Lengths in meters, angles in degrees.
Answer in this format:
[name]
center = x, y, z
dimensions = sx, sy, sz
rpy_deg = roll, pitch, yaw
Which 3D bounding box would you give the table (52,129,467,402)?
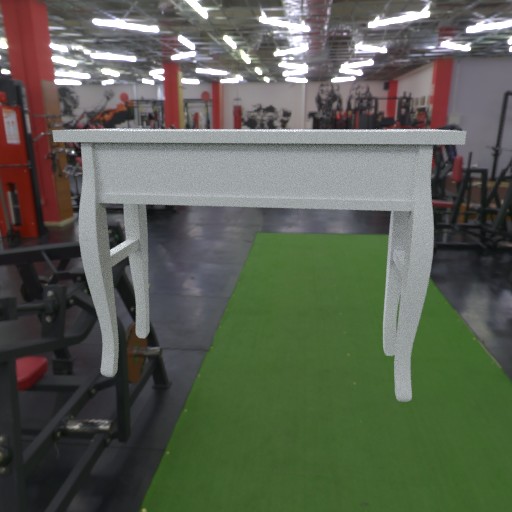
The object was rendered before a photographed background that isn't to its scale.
[table]
center = 0.000, 0.000, 1.402
dimensions = 1.062, 0.768, 0.373
rpy_deg = 2, 17, 8
